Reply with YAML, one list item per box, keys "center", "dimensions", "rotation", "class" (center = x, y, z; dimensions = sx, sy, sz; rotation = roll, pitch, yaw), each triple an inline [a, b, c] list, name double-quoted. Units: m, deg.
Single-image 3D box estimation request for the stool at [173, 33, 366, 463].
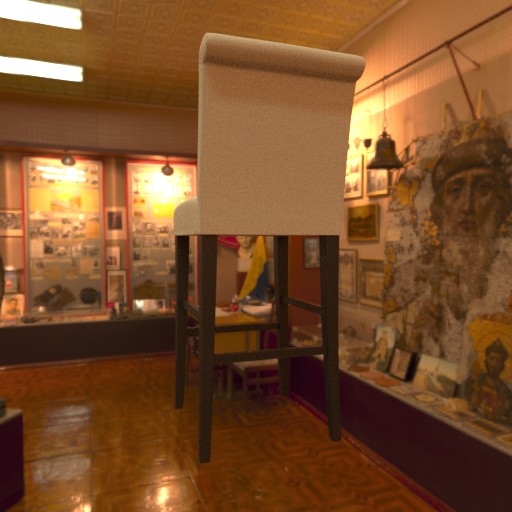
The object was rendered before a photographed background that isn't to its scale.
- center: [0.000, 0.000, 1.431]
  dimensions: [0.452, 1.124, 0.597]
  rotation: [-1, 2, -19]
  class: "stool"
